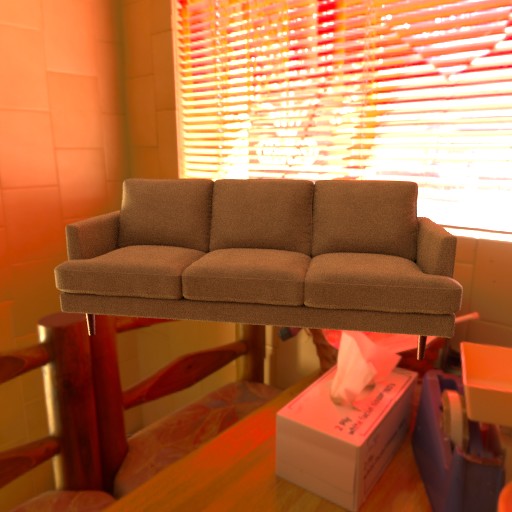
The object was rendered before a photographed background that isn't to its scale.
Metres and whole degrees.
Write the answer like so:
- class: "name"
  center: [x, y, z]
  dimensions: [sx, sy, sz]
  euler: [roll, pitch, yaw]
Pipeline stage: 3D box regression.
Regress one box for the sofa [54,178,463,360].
- class: "sofa"
  center: [0.000, 0.000, 2.787]
  dimensions: [2.246, 0.930, 0.903]
  euler: [2, 13, 10]
